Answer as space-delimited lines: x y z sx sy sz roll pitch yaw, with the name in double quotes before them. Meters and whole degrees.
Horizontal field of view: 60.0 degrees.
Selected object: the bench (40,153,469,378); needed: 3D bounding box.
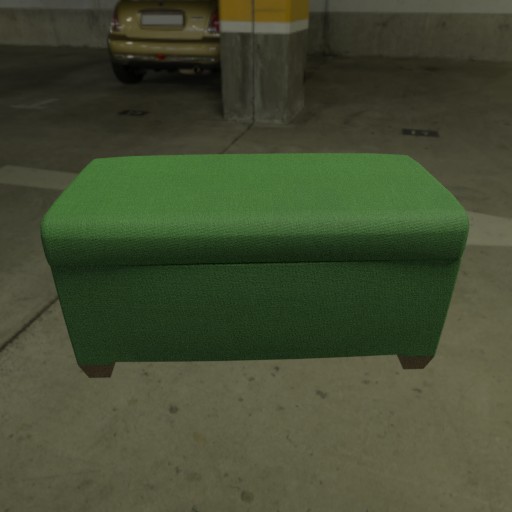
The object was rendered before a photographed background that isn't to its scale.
"bench" 0.000 0.000 1.296 0.989 0.501 0.505 -1 31 -2
